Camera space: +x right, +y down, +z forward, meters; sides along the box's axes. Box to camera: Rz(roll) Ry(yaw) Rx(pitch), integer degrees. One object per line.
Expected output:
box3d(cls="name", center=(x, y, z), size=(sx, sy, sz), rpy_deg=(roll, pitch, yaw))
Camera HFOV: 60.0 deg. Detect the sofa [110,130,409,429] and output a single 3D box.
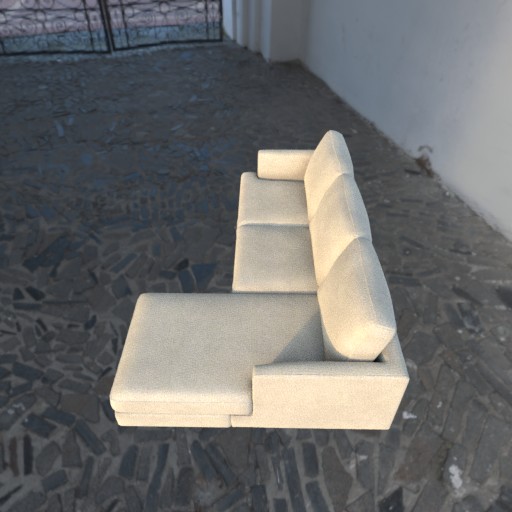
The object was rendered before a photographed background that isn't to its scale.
box3d(cls="sofa", center=(0.000, 0.000, 3.081), size=(1.504, 0.956, 2.233), rpy_deg=(1, 42, 1))
